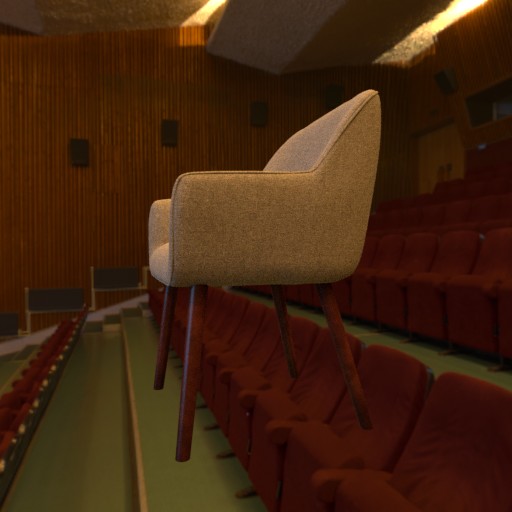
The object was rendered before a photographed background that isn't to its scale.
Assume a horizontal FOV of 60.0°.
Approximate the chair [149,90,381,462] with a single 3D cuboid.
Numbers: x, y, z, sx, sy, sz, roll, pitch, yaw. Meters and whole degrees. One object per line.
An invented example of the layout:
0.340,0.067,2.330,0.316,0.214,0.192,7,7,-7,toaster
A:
0.000,0.000,1.177,0.519,0.803,0.543,0,1,-18,chair
